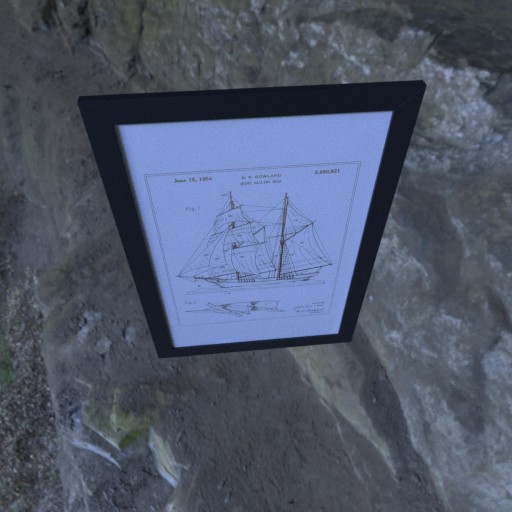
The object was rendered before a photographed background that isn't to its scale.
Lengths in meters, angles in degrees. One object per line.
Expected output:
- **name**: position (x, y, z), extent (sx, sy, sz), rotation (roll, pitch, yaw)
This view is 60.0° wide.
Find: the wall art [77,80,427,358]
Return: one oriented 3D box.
- **wall art**: position (0.000, 0.000, 0.680), extent (0.381, 0.534, 0.013), rotation (-4, 47, -4)
